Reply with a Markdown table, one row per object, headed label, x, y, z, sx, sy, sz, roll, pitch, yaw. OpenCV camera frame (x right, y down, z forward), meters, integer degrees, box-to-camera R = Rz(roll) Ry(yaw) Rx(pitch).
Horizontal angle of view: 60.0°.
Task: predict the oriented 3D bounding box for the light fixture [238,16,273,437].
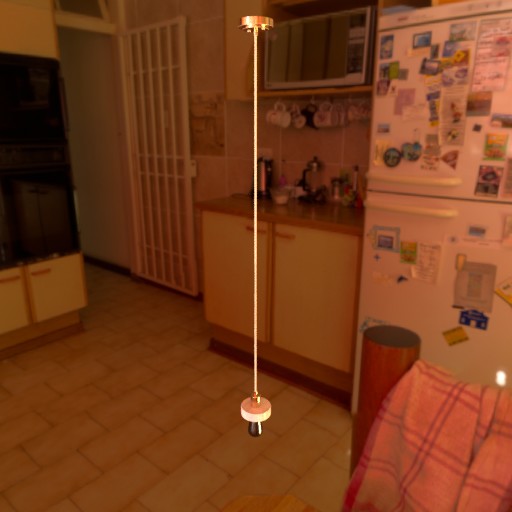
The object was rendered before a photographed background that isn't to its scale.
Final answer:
| label | x | y | z | sx | sy | sz | roll | pitch | yaw |
| --- | --- | --- | --- | --- | --- | --- | --- | --- | --- |
| light fixture | 0.000 | 0.000 | 1.740 | 0.129 | 1.669 | 0.129 | 3 | 16 | 9 |
